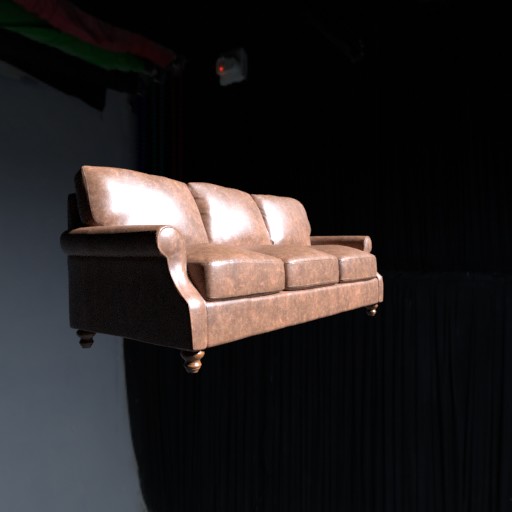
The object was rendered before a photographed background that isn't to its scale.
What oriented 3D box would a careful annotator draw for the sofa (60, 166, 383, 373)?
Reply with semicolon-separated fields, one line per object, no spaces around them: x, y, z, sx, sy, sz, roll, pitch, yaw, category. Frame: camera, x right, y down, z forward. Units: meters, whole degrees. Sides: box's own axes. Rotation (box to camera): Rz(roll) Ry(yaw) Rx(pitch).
0.000;0.000;2.973;0.973;0.977;2.351;1;1;36;sofa
